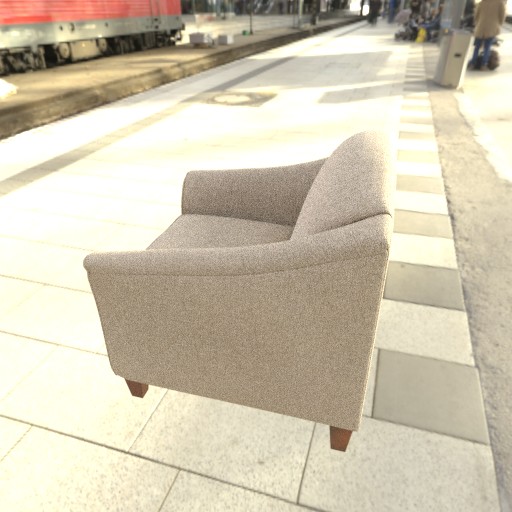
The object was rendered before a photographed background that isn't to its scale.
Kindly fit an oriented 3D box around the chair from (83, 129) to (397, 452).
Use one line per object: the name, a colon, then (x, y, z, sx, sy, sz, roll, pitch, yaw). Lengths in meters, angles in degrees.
chair: (0.000, 0.000, 1.461, 0.787, 0.839, 0.763, 8, 31, 13)
